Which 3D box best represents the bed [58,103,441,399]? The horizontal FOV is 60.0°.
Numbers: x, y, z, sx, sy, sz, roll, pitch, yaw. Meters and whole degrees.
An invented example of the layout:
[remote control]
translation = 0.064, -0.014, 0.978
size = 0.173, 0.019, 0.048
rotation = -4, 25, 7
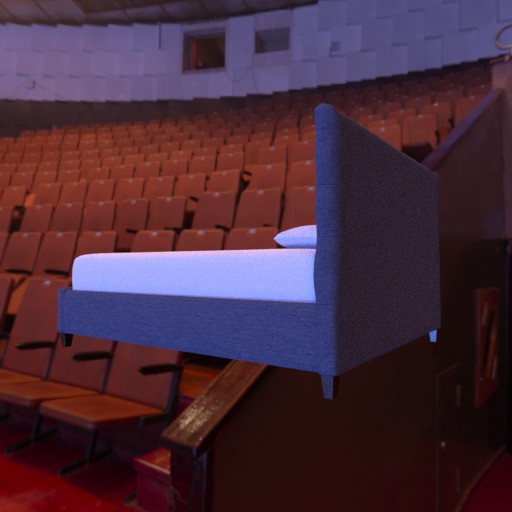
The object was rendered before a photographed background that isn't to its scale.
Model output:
[bed]
translation = 0.000, 0.000, 3.617
size = 2.387, 1.427, 2.078
rotation = -1, -1, 36
